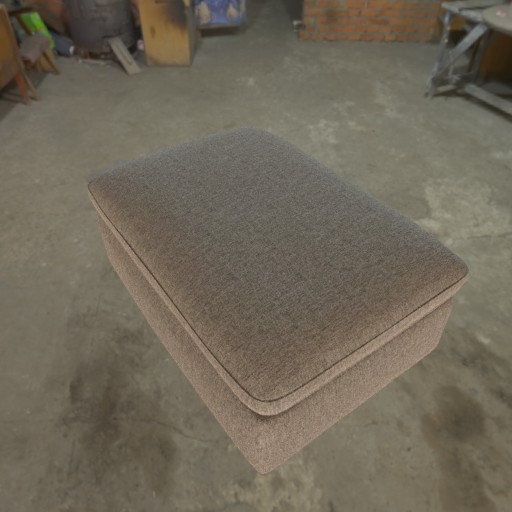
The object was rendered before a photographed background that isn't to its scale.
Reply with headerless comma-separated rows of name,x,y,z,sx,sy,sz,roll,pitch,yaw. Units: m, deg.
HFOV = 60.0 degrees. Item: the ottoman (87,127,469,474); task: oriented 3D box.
ottoman,0.000,0.000,1.339,0.694,0.451,0.977,-25,48,-26
